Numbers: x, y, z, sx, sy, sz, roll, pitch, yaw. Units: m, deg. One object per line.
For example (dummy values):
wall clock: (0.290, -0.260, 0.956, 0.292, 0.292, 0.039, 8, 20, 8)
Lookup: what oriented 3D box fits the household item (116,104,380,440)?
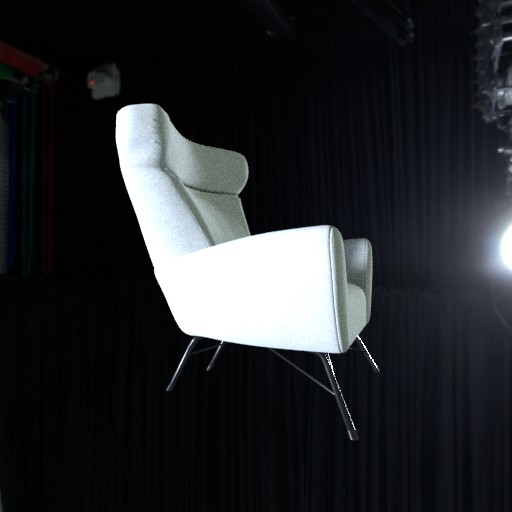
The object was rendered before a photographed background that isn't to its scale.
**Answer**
household item: (0.000, 0.000, 1.781, 0.900, 1.050, 0.980, 0, 0, 20)
